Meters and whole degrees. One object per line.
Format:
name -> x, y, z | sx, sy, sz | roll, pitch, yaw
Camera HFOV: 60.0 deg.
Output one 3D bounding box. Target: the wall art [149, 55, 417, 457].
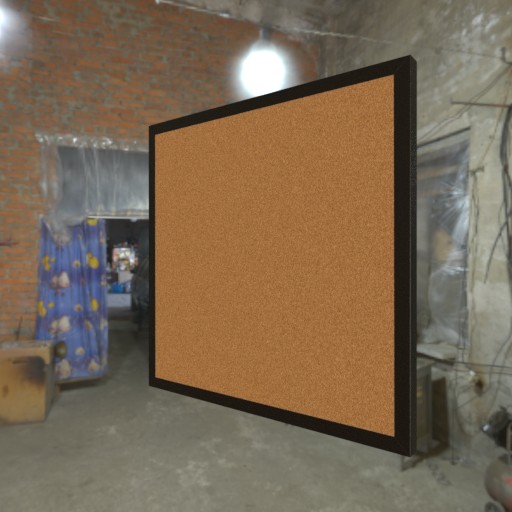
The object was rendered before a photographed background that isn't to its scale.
wall art -> 0.000, 0.000, 1.087 | 0.765, 0.765, 0.038 | 0, 0, 37
